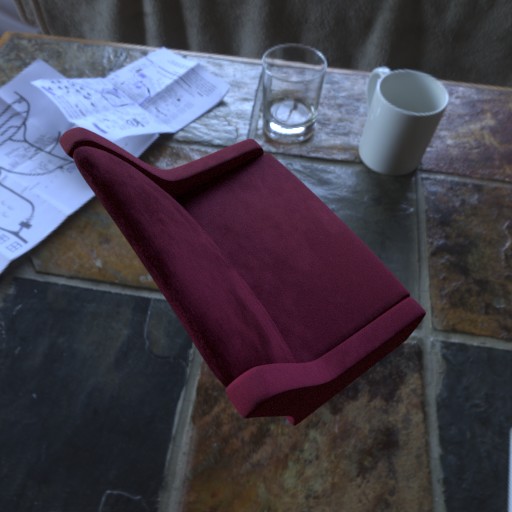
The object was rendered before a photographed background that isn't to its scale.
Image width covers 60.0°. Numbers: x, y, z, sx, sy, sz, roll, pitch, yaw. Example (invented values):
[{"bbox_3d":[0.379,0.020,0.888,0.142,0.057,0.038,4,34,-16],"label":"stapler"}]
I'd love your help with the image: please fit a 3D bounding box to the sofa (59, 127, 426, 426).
[{"bbox_3d":[0.000,0.000,1.915,0.946,0.976,1.242,-31,63,-18],"label":"sofa"}]
